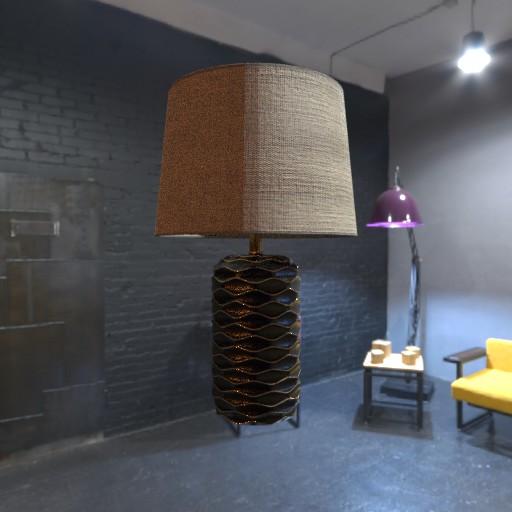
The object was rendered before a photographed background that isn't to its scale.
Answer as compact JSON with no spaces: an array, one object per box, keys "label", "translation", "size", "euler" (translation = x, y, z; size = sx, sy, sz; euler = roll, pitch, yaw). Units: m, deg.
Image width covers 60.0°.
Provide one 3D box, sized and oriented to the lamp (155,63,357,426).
[{"label":"lamp","translation":[0.000,0.000,0.843],"size":[0.376,0.594,0.376],"euler":[0,1,0]}]
